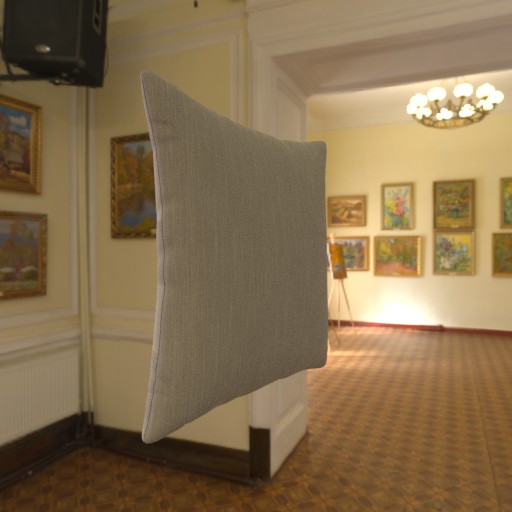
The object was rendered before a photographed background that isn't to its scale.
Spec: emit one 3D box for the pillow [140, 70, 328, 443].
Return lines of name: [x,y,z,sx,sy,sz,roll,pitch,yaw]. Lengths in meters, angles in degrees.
pillow: [0.000,0.000,0.802,0.161,0.509,0.511,1,1,37]
